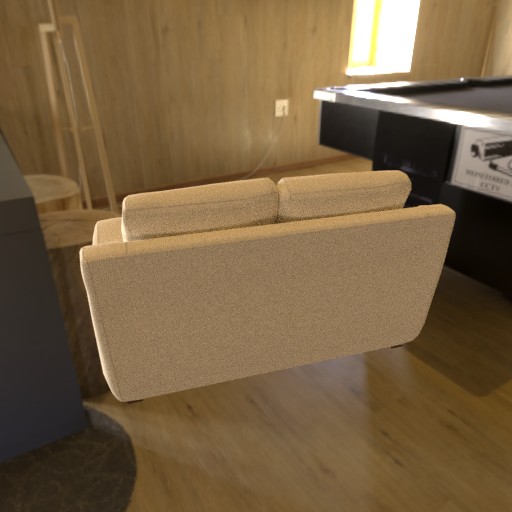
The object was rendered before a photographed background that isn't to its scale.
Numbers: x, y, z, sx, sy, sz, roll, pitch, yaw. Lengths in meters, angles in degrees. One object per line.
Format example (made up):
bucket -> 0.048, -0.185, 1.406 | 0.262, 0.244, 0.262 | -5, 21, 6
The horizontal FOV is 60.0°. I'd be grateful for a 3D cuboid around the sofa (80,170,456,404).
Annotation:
sofa -> 0.000, 0.000, 2.475 | 1.744, 1.047, 1.040 | -8, 28, -15
